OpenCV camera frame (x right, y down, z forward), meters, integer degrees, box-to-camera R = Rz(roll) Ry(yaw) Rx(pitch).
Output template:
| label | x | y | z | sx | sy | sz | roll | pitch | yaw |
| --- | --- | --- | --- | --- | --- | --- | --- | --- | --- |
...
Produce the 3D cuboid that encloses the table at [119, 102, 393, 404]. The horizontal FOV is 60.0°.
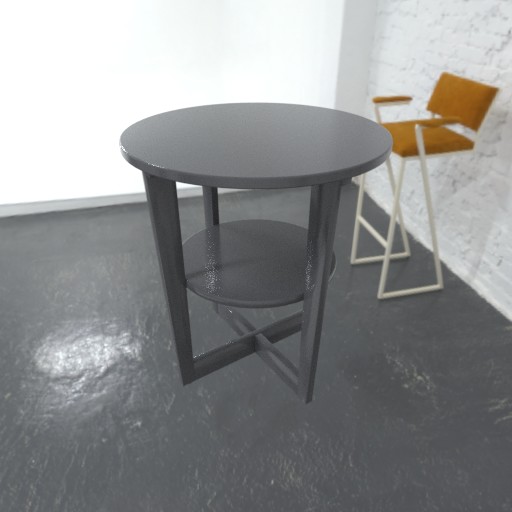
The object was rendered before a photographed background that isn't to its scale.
| label | x | y | z | sx | sy | sz | roll | pitch | yaw |
| --- | --- | --- | --- | --- | --- | --- | --- | --- | --- |
| table | 0.000 | 0.000 | 0.975 | 0.500 | 0.550 | 0.500 | 0 | 31 | 0 |
